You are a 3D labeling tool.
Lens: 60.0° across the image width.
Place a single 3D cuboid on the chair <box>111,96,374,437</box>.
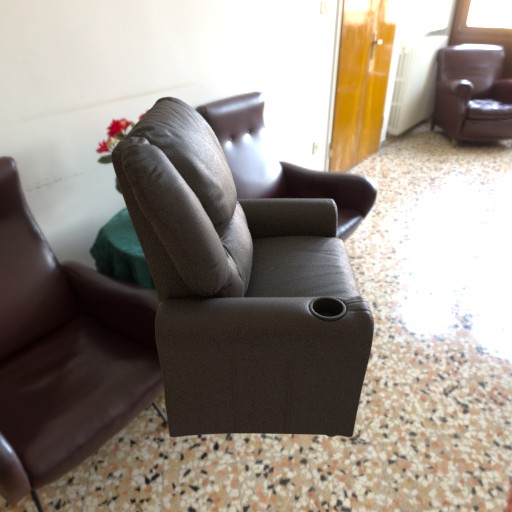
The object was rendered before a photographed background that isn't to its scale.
[{"bbox_3d":[0.000,0.000,1.111,0.521,0.709,0.610,0,31,1],"label":"chair"}]
